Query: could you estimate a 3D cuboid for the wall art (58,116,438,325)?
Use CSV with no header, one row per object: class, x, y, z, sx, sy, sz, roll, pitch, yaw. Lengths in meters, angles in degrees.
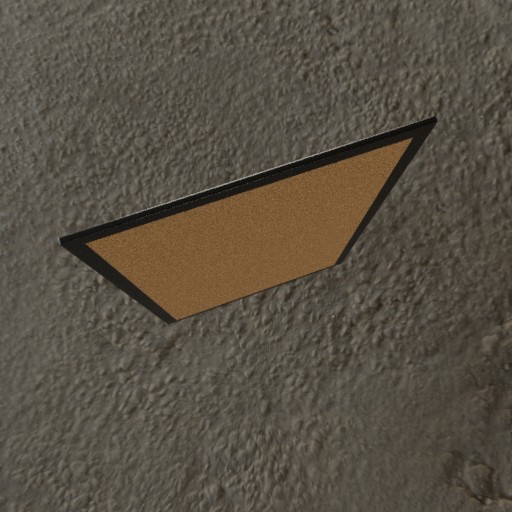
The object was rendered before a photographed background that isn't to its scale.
wall art,0.000,0.000,1.245,0.707,0.967,0.013,-19,74,-6
